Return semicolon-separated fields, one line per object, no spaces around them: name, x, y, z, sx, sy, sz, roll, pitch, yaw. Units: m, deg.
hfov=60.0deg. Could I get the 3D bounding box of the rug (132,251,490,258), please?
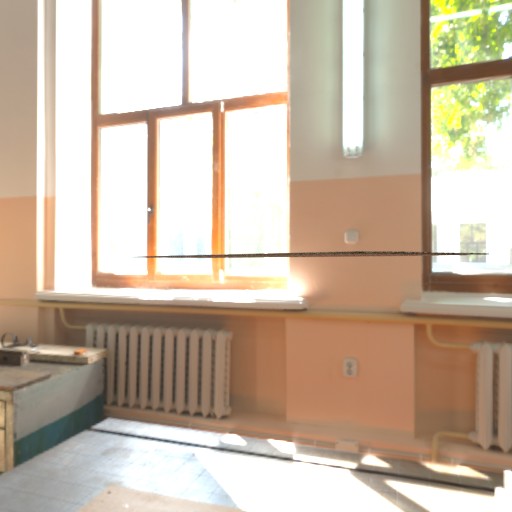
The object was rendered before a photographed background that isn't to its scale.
rug;0.000;0.000;2.896;0.762;0.011;2.664;0;-1;-36
